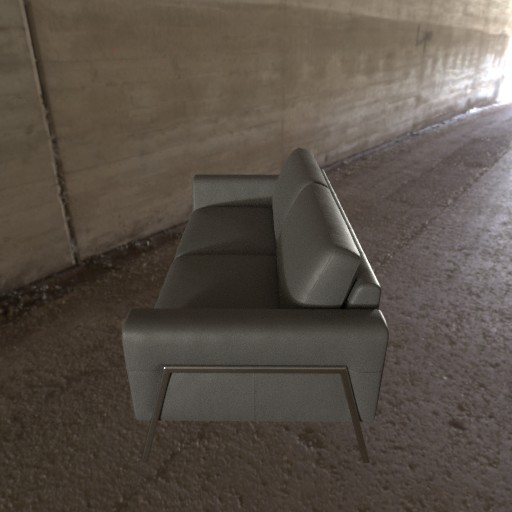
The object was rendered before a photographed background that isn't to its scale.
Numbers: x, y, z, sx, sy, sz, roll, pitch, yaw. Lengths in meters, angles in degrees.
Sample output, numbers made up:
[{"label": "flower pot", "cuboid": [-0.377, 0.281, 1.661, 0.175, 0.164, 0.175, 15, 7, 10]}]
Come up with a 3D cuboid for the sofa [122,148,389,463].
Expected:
[{"label": "sofa", "cuboid": [0.000, 0.000, 2.507, 0.953, 0.875, 2.017, 0, 26, 0]}]
